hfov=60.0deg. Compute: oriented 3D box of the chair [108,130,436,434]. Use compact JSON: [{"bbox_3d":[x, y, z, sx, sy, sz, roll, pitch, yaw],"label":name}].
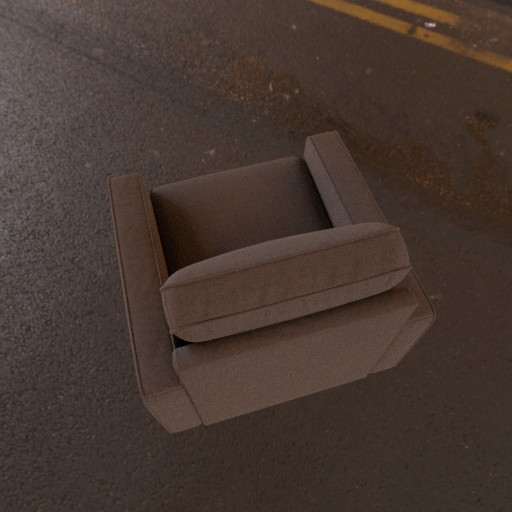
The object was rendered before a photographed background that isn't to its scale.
[{"bbox_3d":[0.000,0.000,1.717,1.017,0.919,0.940,-14,60,-8],"label":"chair"}]
